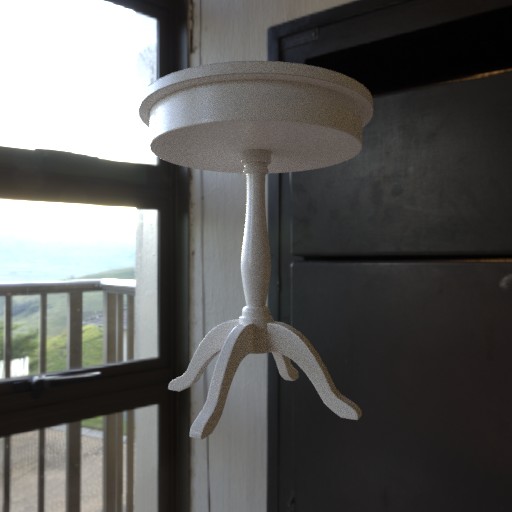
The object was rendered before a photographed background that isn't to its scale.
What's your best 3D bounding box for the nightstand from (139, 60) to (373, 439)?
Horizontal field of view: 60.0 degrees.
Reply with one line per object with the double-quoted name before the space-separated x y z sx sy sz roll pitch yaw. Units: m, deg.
"nightstand" 0.000 0.000 0.998 0.513 0.653 0.513 -1 -1 36
